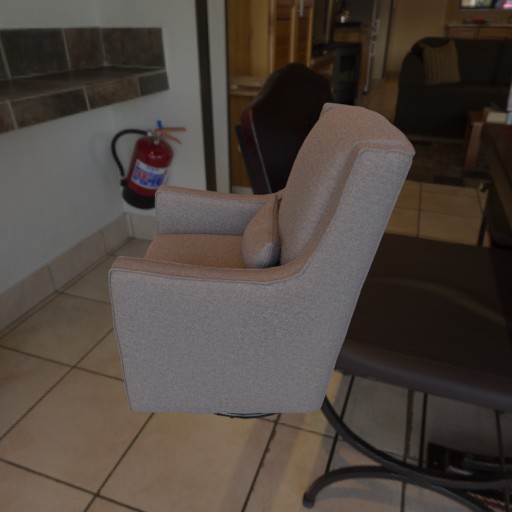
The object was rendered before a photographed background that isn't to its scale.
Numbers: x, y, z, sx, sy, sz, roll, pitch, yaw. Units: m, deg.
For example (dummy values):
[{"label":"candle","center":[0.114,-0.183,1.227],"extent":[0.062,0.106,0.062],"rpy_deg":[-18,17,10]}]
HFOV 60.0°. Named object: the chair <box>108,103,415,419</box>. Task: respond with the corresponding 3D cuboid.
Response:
[{"label":"chair","center":[0.000,0.000,1.604],"extent":[0.879,0.993,0.732],"rpy_deg":[0,28,0]}]
